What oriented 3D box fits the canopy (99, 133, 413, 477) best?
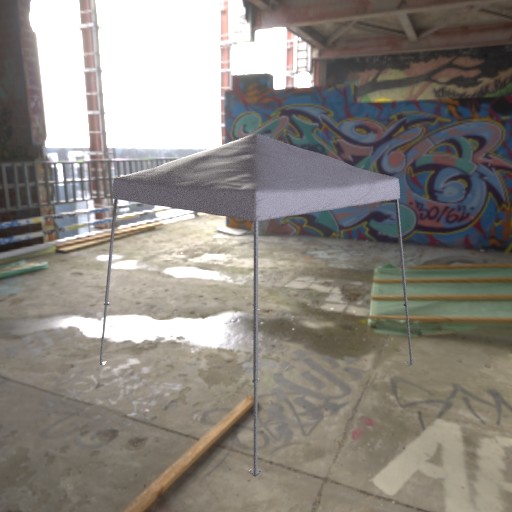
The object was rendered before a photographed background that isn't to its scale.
[{"bbox_3d":[0.000,0.000,5.348,2.849,2.850,2.850,-13,19,-43],"label":"canopy"}]
